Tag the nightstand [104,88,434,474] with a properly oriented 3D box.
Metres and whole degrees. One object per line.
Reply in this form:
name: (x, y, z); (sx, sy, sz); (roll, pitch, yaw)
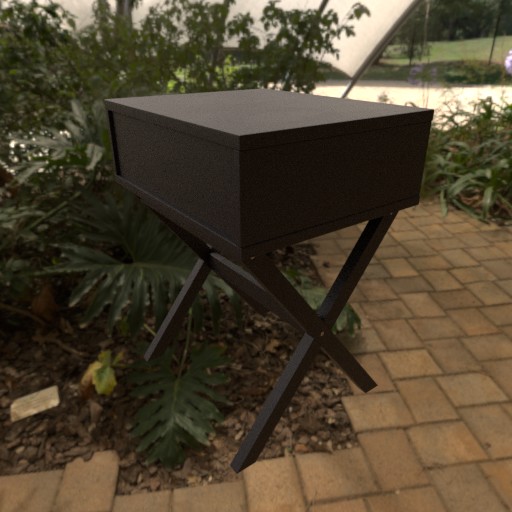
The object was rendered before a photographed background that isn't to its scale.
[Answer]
nightstand: (0.000, 0.000, 0.953); (0.402, 0.623, 0.479); (-18, 31, -32)
